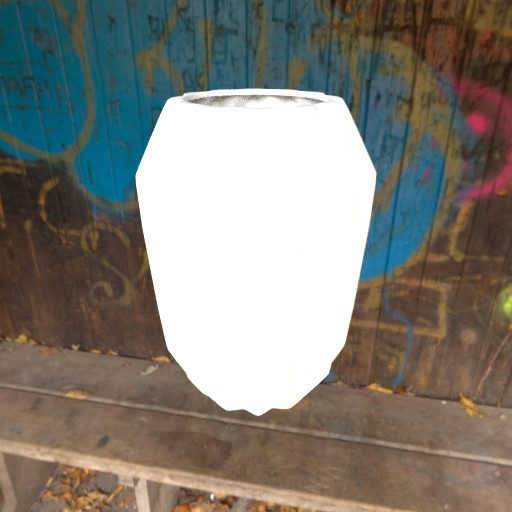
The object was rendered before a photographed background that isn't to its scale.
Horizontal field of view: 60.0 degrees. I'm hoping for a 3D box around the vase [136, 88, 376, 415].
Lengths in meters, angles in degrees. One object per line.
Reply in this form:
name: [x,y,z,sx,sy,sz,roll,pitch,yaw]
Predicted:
vase: [0.000,0.000,0.404,0.195,0.275,0.195,0,26,0]
